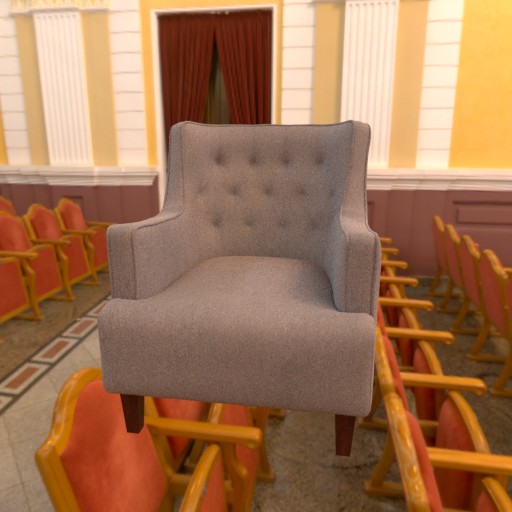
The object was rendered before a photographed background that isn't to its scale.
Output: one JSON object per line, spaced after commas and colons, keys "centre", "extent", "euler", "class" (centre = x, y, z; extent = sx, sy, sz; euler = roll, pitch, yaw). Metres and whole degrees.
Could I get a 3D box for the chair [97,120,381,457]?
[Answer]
{"centre": [0.000, 0.000, 1.537], "extent": [0.781, 0.919, 0.910], "euler": [2, 15, 9], "class": "chair"}
